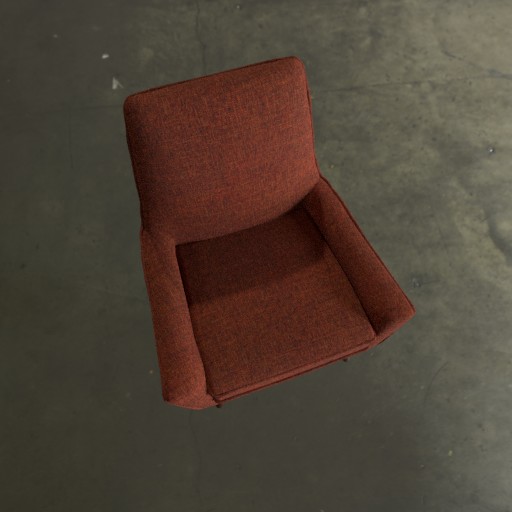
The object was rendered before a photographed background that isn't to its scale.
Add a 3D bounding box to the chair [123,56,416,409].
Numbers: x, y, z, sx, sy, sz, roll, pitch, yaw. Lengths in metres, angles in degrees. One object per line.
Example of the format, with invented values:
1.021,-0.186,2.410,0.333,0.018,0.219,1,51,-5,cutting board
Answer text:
0.000,0.000,1.479,0.803,0.911,0.784,-17,64,-9,chair
